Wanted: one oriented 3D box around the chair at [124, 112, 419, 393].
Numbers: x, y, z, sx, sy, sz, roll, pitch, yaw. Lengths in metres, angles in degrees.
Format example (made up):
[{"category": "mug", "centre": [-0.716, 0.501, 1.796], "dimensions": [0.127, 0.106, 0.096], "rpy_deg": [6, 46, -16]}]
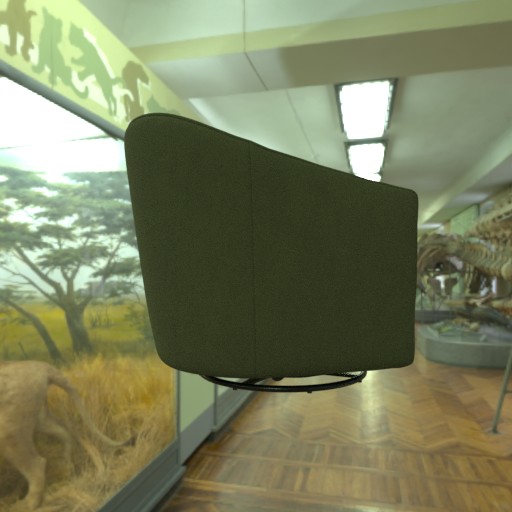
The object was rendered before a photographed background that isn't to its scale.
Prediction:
[{"category": "chair", "centre": [0.000, 0.000, 1.522], "dimensions": [0.875, 0.799, 0.747], "rpy_deg": [1, -2, -17]}]
